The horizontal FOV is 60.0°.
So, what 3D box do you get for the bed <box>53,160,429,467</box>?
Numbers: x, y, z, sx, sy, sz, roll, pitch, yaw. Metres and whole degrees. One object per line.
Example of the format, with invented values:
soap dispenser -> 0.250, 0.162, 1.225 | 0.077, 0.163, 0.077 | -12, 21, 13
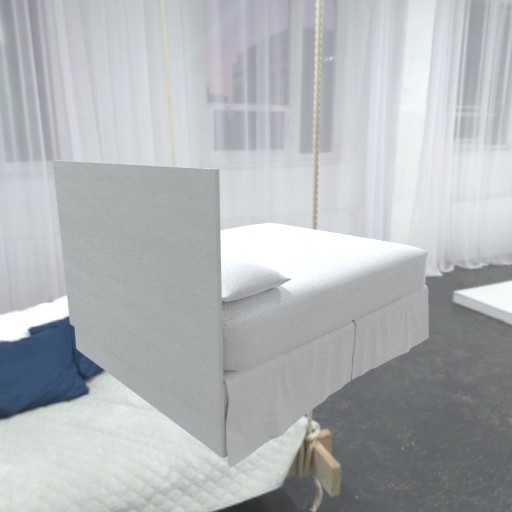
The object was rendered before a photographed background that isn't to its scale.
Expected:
bed -> 0.000, 0.000, 3.135 | 2.094, 1.335, 1.745 | -13, 19, -43
